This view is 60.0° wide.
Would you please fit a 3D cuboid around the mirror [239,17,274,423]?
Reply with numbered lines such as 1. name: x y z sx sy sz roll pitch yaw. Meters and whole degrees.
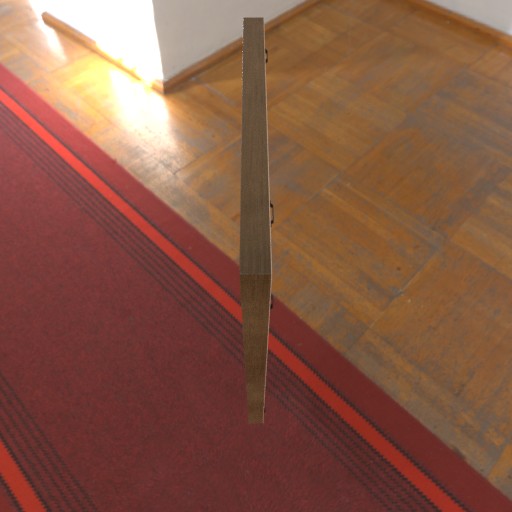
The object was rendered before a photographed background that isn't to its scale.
1. mirror: 0.000 0.000 0.914 0.040 0.710 0.507 0 57 0
